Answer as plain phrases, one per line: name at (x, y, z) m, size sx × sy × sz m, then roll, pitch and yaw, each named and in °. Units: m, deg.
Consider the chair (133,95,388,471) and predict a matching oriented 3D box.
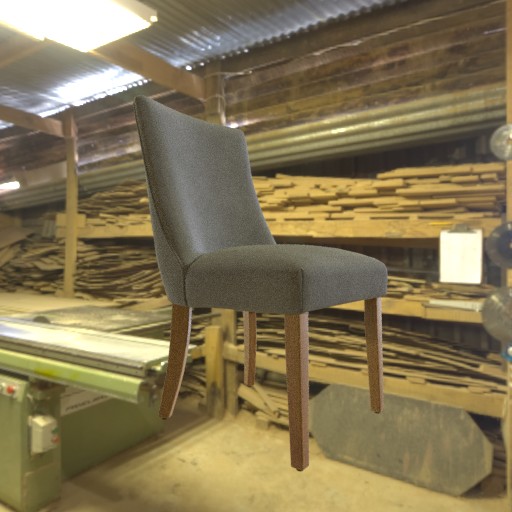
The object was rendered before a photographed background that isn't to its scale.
chair at (0.000, 0.000, 1.271) m, size 0.610 × 0.902 × 0.495 m, roll 0°, pitch 0°, yaw 37°
